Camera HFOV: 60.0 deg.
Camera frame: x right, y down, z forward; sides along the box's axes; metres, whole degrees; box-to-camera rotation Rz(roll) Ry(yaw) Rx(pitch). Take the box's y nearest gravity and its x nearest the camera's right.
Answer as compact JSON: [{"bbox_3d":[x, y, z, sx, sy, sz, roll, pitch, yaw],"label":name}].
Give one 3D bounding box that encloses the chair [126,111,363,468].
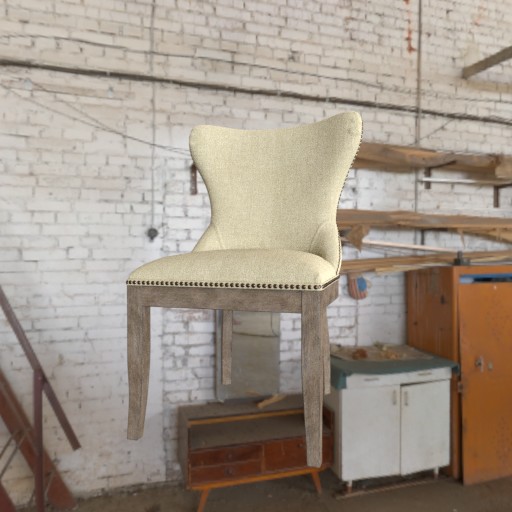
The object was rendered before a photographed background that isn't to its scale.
[{"bbox_3d":[0.000,0.000,1.452,0.654,1.002,0.681,0,1,18],"label":"chair"}]
